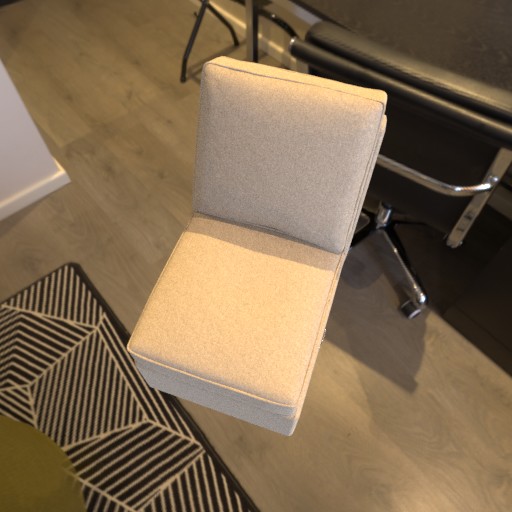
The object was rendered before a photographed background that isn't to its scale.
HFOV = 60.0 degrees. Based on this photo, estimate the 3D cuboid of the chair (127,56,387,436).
[{"bbox_3d":[0.000,0.000,1.699,0.674,1.058,1.020,16,59,10],"label":"chair"}]
